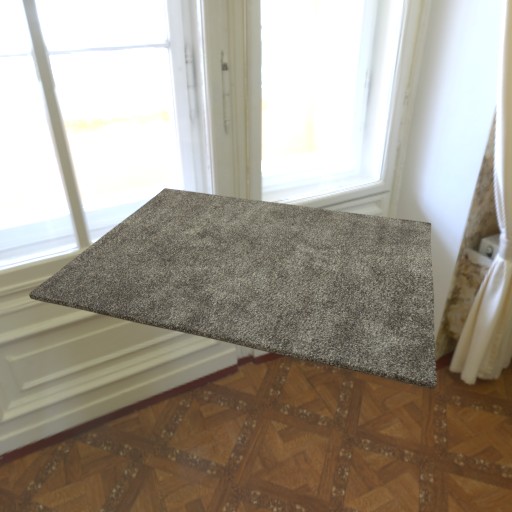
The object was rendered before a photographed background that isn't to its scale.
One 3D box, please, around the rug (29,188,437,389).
[{"bbox_3d":[0.000,0.000,2.118,1.601,0.025,1.198,9,32,15],"label":"rug"}]
